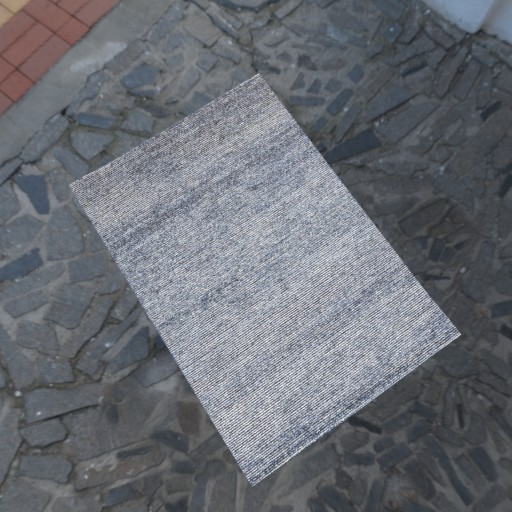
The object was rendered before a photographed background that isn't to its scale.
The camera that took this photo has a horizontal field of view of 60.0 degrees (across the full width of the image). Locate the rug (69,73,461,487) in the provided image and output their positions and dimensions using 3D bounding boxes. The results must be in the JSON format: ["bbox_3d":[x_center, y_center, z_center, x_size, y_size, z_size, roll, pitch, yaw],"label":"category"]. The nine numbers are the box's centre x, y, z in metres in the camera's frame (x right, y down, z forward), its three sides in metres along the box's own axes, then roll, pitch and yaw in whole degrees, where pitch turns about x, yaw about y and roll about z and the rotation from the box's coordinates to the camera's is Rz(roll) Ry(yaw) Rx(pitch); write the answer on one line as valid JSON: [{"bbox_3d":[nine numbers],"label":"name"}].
[{"bbox_3d":[0.000,0.000,2.987,1.624,0.030,2.349,-33,78,-8],"label":"rug"}]
